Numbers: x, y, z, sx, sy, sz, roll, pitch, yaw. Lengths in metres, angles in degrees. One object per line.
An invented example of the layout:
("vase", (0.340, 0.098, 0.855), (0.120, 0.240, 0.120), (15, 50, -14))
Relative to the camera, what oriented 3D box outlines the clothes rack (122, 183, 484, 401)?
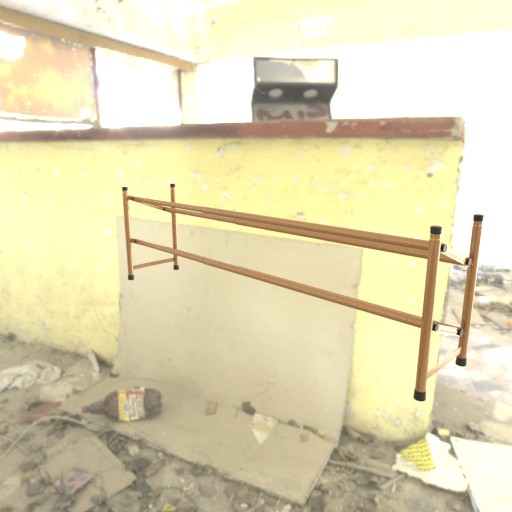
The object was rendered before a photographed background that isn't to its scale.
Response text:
("clothes rack", (0.000, 0.000, 1.310), (0.229, 0.349, 1.168), (-13, 19, -43))
